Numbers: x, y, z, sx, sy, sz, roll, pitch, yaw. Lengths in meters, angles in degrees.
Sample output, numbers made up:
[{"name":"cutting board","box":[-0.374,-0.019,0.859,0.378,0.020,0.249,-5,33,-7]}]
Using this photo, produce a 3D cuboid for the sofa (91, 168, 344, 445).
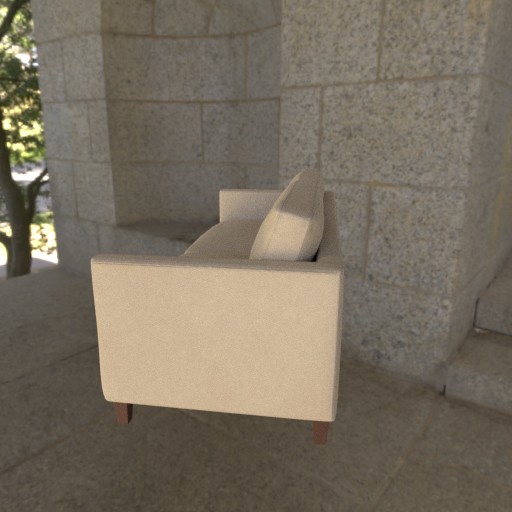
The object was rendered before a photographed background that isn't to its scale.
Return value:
[{"name":"sofa","box":[0.000,0.000,2.644,0.948,0.932,2.181,2,16,8]}]
